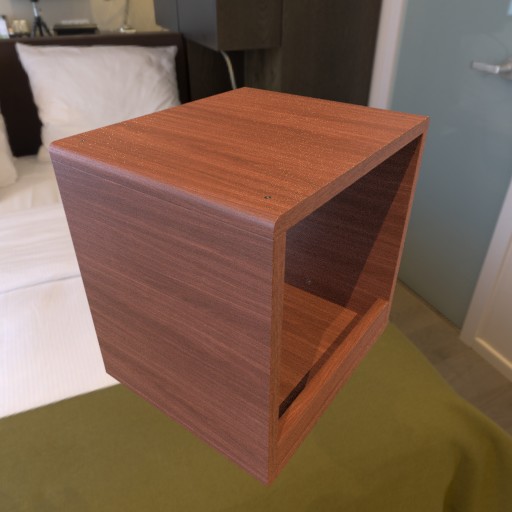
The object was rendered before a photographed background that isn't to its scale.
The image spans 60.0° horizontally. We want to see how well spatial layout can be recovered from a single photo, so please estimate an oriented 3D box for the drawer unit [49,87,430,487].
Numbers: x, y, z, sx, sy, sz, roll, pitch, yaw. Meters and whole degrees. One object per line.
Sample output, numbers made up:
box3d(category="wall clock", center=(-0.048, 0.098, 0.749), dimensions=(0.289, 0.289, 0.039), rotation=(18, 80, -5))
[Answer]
box3d(category="drawer unit", center=(0.000, 0.000, 0.606), dimensions=(0.290, 0.351, 0.349), rotation=(22, 38, 30))
